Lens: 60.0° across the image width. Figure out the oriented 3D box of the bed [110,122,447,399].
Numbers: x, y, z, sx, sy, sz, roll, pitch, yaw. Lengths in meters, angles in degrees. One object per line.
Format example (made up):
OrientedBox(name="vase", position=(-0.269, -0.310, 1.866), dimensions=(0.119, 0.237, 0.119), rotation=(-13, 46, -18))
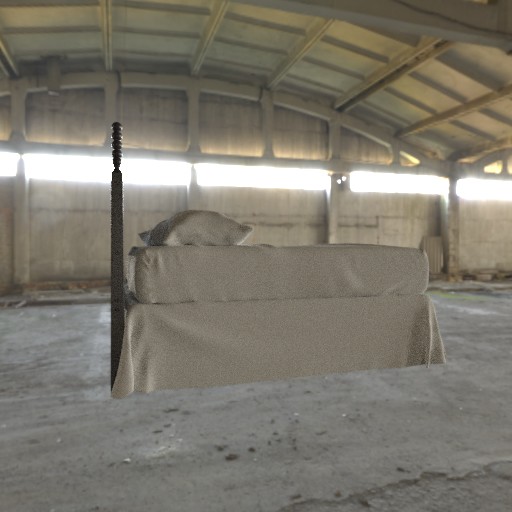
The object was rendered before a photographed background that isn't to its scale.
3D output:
OrientedBox(name="bed", position=(0.000, 0.000, 3.279), dimensions=(2.040, 1.356, 1.873), rotation=(0, 1, -18))
